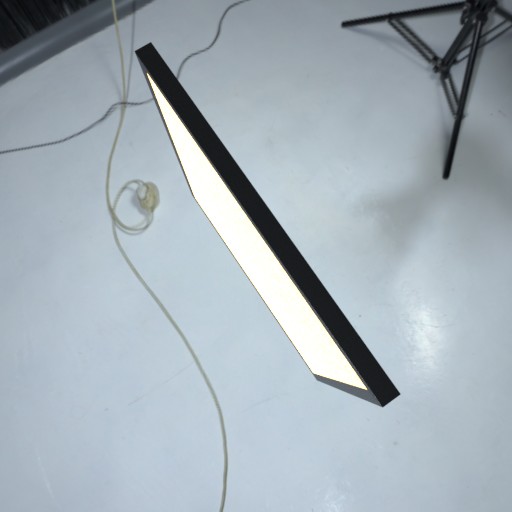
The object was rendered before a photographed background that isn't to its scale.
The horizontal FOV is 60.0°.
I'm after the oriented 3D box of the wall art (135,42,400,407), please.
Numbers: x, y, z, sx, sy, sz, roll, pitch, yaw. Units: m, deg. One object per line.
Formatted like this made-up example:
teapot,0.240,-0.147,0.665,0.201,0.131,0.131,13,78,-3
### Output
wall art,0.000,0.000,1.123,0.036,0.755,0.756,-33,79,-7
